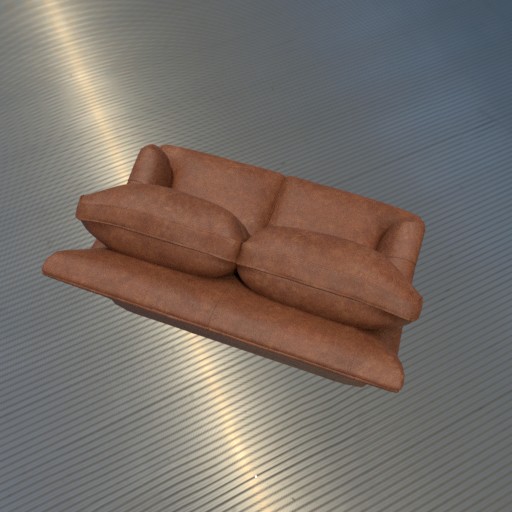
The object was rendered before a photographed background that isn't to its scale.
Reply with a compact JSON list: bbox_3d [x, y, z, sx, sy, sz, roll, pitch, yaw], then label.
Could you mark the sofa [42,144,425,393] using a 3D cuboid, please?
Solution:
[{"bbox_3d":[0.000,0.000,2.207,1.527,1.004,1.077,17,65,8],"label":"sofa"}]
